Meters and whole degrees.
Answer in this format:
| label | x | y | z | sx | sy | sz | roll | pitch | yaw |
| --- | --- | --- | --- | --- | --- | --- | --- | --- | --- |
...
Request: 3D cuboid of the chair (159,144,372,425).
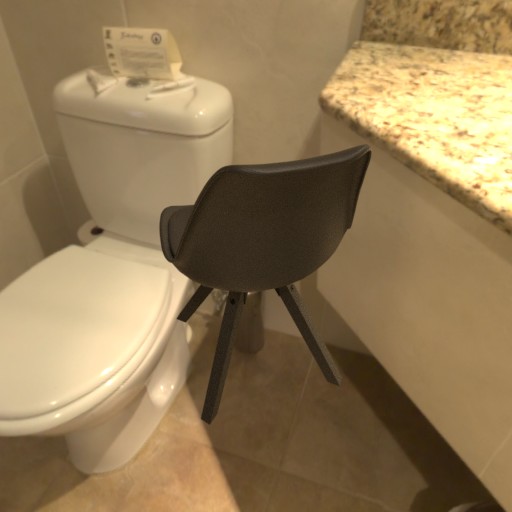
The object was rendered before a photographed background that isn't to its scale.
| label | x | y | z | sx | sy | sz | roll | pitch | yaw |
| --- | --- | --- | --- | --- | --- | --- | --- | --- | --- |
| chair | 0.000 | 0.000 | 1.201 | 0.485 | 0.850 | 0.550 | -12 | 42 | -14 |
